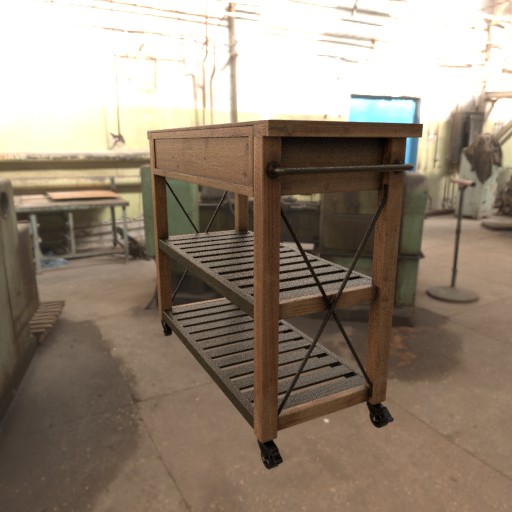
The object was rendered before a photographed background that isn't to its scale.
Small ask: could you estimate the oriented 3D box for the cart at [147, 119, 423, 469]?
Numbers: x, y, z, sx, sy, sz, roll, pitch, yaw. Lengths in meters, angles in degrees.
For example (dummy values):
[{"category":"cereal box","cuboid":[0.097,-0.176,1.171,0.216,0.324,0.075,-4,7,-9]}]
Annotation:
[{"category":"cart","cuboid":[0.000,0.000,0.998,0.298,0.554,0.686,-7,16,-26]}]
